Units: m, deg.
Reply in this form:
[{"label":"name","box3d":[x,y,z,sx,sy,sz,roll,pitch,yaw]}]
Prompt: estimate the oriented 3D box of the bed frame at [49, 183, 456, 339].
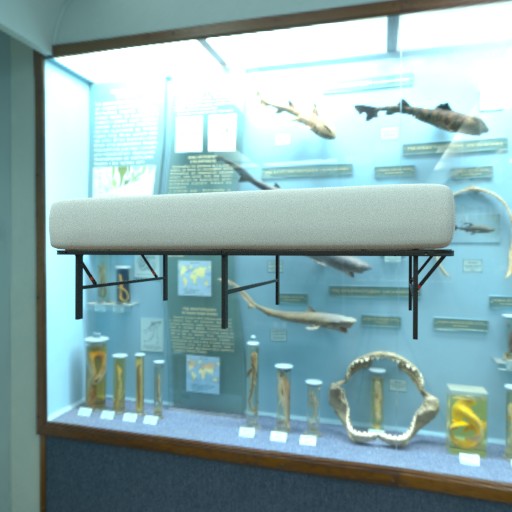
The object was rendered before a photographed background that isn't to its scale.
[{"label":"bed frame","box3d":[0.000,0.000,2.422,1.908,0.640,1.025,0,1,18]}]
